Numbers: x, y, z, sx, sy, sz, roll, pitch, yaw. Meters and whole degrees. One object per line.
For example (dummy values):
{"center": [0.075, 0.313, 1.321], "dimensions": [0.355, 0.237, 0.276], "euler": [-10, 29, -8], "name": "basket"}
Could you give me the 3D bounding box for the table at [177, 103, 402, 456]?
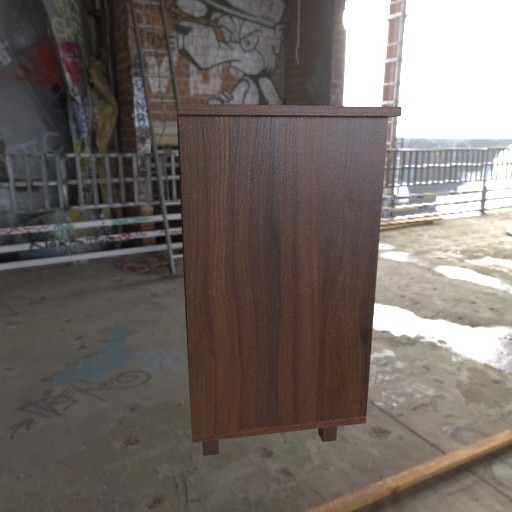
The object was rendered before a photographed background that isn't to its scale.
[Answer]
{"center": [0.000, 0.000, 1.205], "dimensions": [0.390, 0.725, 0.802], "euler": [-3, 15, -10], "name": "table"}
